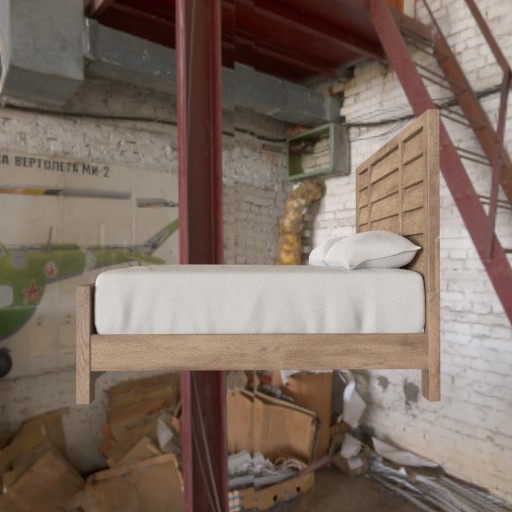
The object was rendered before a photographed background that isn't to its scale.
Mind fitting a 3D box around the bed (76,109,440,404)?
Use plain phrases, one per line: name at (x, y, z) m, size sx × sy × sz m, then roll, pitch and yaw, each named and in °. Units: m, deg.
bed at (0.000, 0.000, 3.250) m, size 2.017 × 1.631 × 1.615 m, roll 0°, pitch 0°, yaw -2°
